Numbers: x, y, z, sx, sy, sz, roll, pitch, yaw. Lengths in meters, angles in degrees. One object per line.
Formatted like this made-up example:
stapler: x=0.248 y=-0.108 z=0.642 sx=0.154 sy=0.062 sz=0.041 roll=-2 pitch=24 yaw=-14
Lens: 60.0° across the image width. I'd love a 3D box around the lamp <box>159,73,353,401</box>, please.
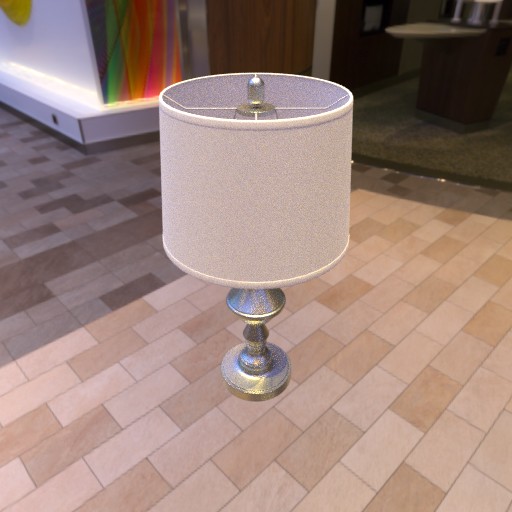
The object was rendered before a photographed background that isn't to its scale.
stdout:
lamp: x=0.000 y=0.000 z=0.958 sx=0.383 sy=0.733 sz=0.383 roll=0 pitch=33 yaw=0
